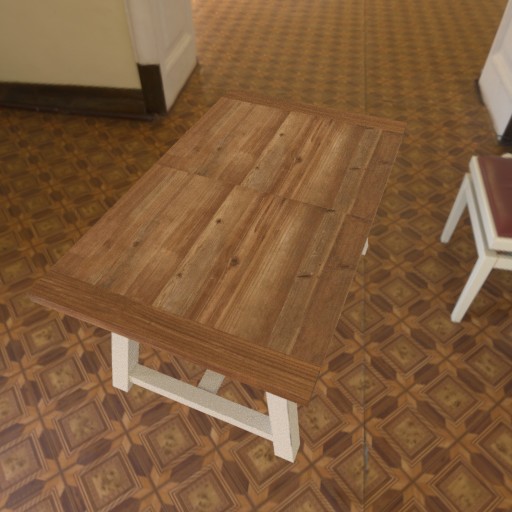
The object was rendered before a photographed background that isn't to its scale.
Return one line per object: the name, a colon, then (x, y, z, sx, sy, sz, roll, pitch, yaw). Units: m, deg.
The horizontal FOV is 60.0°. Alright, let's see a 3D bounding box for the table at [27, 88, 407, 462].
table: (0.000, 0.000, 2.005, 0.922, 0.743, 1.503, 17, 48, 15)
